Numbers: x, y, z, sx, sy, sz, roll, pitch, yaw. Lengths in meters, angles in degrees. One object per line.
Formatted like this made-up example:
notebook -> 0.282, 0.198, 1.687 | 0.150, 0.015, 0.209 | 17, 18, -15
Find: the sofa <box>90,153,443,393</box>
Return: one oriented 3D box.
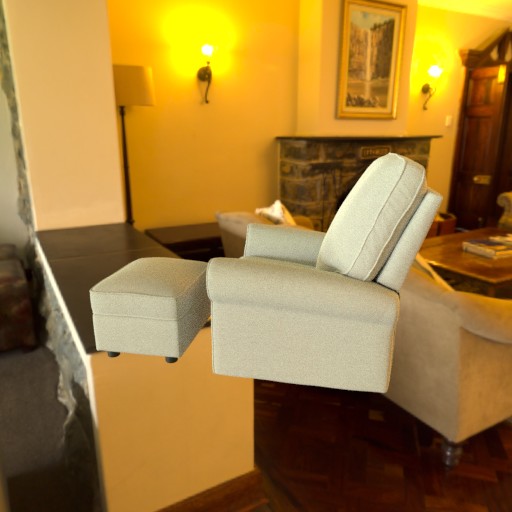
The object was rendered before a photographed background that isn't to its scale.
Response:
sofa -> 0.000, 0.000, 2.109 | 1.478, 0.959, 0.880 | 3, 16, 10
